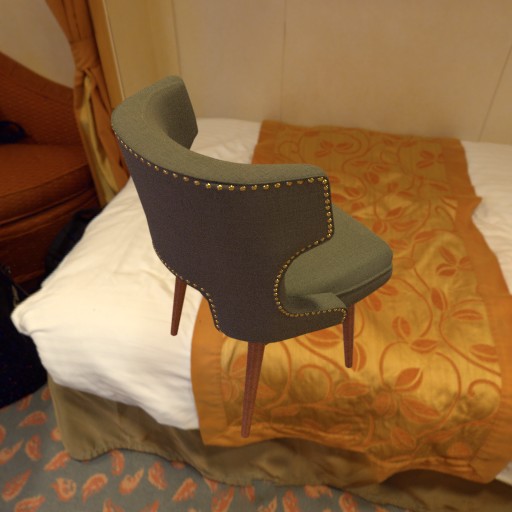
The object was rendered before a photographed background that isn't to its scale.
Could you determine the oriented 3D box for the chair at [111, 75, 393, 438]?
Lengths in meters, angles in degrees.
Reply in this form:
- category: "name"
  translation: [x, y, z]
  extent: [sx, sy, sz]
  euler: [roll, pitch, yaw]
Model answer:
- category: "chair"
  translation: [0.000, 0.000, 1.205]
  extent: [0.581, 0.863, 0.595]
  euler: [-25, 48, -25]
